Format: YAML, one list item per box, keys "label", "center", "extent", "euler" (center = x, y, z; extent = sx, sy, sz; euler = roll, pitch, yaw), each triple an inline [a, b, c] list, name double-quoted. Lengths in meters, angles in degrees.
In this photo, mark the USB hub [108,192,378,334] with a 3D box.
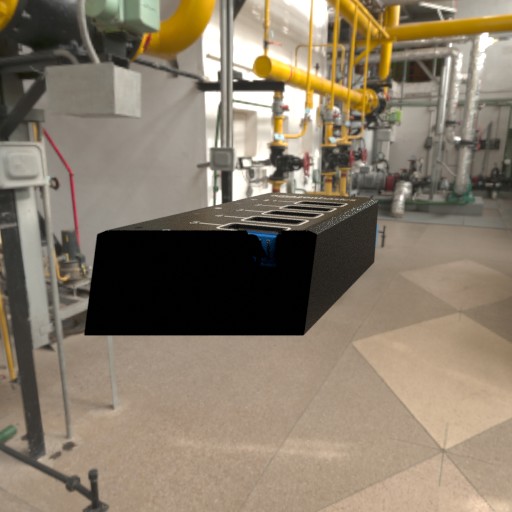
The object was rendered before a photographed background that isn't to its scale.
- label: "USB hub"
  center: [0.000, 0.000, 0.123]
  extent: [0.044, 0.023, 0.110]
  euler: [7, 16, 26]
